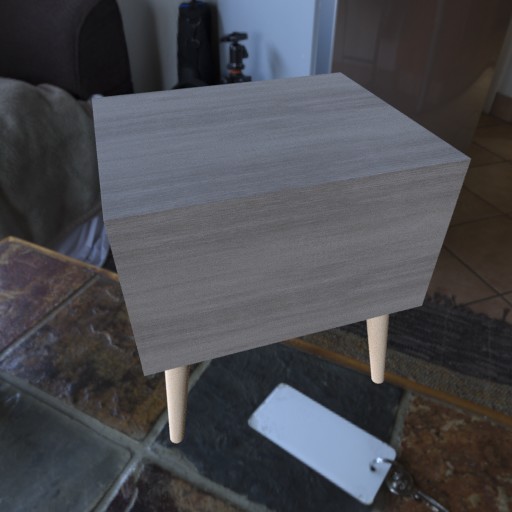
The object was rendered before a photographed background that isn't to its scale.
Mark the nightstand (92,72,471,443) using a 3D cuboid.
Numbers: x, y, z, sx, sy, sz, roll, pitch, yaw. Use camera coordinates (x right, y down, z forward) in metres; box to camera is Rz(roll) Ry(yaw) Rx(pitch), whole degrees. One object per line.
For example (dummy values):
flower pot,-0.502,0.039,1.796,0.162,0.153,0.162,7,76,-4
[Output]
nightstand,0.000,0.000,0.806,0.450,0.500,0.380,-11,41,-14
